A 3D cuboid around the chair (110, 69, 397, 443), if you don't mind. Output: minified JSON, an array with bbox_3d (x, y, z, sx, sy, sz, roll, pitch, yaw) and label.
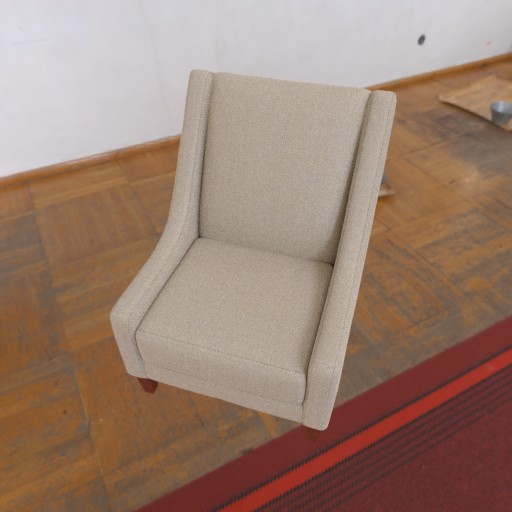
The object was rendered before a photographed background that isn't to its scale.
[{"bbox_3d":[0.000,0.000,1.632,0.774,1.014,0.870,12,43,13],"label":"chair"}]
